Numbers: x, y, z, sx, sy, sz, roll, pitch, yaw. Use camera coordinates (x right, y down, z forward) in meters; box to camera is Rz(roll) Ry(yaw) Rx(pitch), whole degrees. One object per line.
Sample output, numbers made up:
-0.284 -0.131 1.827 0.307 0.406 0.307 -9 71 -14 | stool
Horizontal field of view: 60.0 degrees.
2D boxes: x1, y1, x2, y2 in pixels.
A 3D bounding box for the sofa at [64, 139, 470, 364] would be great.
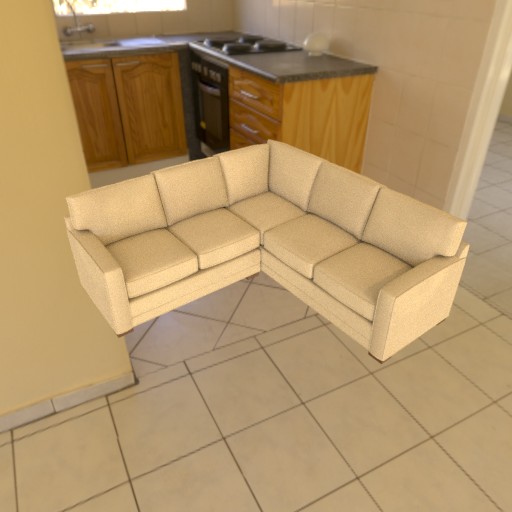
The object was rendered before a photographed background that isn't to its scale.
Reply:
0.000 0.000 3.440 2.182 0.939 2.189 -23 40 -30 | sofa
